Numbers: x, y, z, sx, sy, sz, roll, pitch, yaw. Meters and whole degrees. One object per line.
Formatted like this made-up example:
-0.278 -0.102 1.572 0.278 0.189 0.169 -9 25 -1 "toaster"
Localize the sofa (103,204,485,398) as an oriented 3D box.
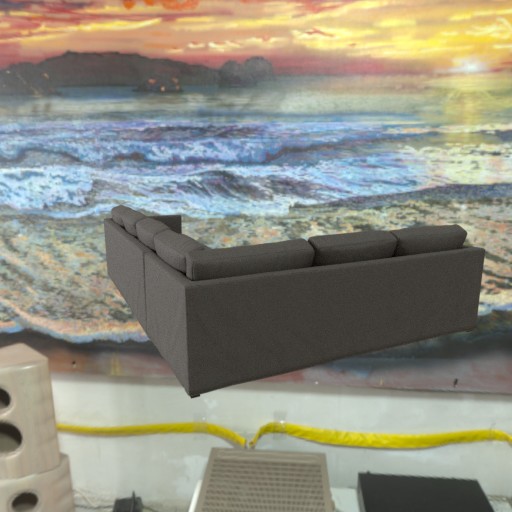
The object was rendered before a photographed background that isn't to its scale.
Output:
0.000 0.000 4.354 2.432 0.871 3.182 -6 14 -25 "sofa"
